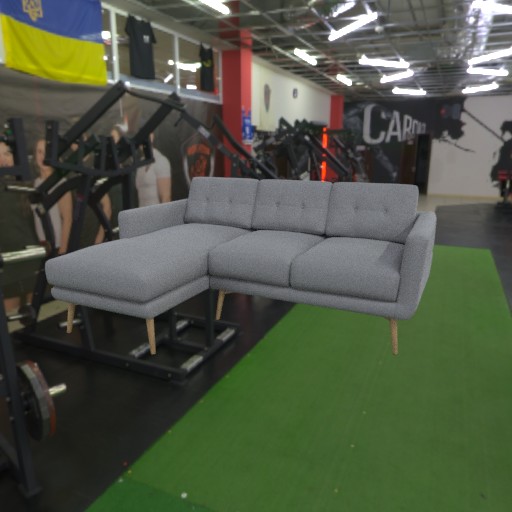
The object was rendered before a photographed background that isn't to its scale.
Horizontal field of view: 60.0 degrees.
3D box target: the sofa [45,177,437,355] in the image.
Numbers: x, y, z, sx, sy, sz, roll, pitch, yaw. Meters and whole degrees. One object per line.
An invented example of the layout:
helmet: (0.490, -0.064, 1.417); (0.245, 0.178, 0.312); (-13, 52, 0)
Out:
sofa: (0.000, 0.000, 2.808); (2.040, 0.860, 1.530); (7, 16, 25)
